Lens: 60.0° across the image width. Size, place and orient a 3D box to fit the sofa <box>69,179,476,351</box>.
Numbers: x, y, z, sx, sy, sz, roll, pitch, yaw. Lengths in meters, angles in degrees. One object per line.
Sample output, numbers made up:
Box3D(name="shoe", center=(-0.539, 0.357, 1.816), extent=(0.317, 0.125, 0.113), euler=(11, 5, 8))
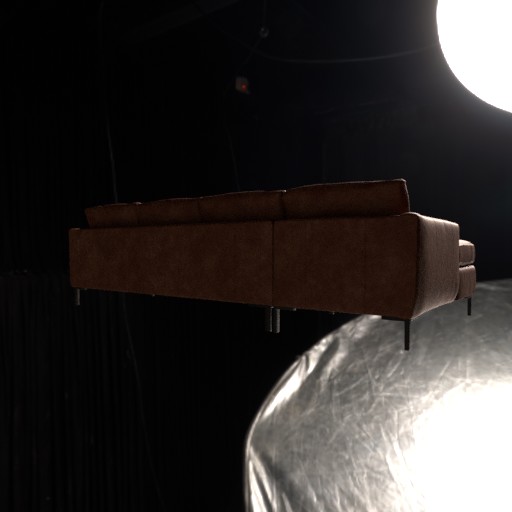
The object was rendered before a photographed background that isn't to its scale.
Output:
Box3D(name="sofa", center=(0.000, 0.000, 3.554), extent=(2.993, 0.859, 1.471), euler=(1, 1, 36))
